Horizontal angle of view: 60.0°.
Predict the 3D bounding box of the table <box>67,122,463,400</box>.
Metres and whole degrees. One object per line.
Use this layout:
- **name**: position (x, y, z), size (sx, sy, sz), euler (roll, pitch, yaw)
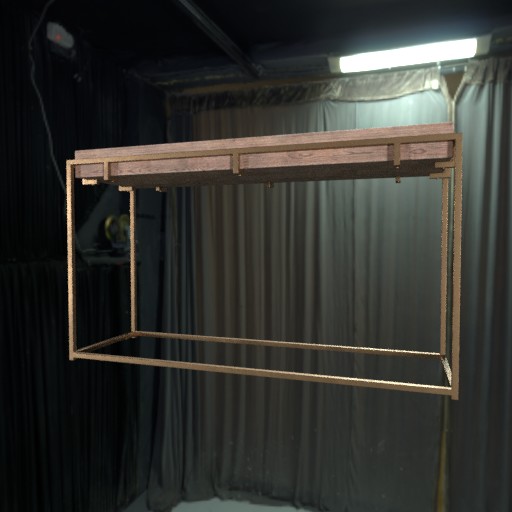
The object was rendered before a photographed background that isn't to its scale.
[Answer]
- **table**: position (0.000, 0.000, 1.719), size (1.400, 0.820, 0.440), euler (1, 2, 18)
